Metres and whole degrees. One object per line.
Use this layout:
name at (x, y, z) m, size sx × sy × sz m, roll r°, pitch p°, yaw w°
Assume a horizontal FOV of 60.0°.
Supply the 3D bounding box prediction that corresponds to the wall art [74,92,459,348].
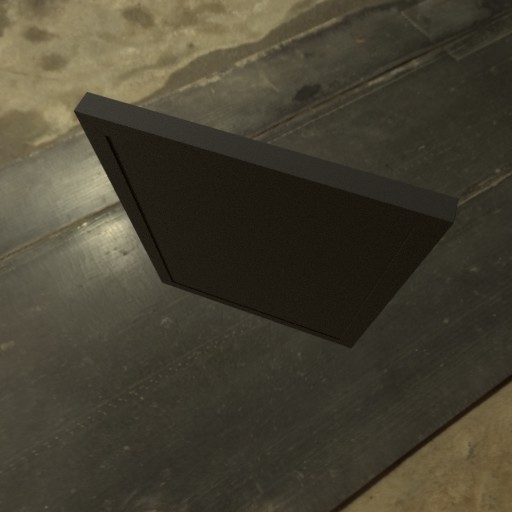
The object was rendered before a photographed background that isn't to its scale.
wall art at (0.000, 0.000, 0.761) m, size 0.457 × 0.559 × 0.033 m, roll 18°, pitch 66°, yaw 8°
